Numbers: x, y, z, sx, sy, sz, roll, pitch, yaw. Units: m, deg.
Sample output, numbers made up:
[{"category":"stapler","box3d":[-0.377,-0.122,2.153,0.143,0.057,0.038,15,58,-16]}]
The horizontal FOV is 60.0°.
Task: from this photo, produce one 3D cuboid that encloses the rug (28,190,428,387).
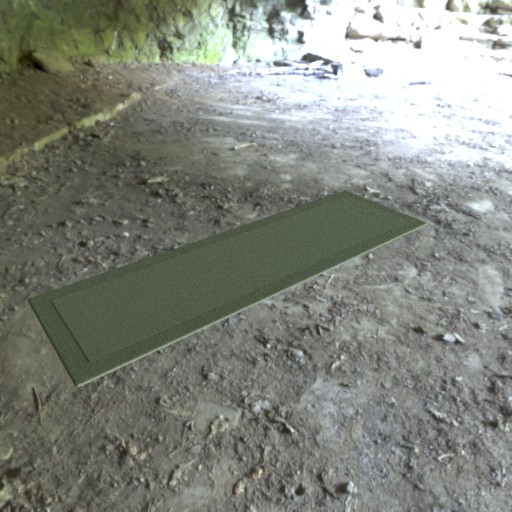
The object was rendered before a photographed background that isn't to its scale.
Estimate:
[{"category":"rug","box3d":[0.000,0.000,2.691,2.430,0.012,0.759,-22,37,-32]}]
